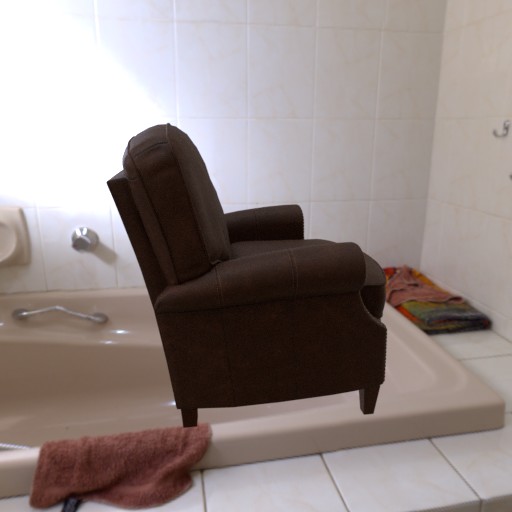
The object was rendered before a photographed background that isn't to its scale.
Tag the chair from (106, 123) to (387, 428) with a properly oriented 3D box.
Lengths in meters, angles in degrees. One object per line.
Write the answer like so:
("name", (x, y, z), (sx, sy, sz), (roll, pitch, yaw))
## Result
("chair", (0.000, 0.000, 1.772), (0.986, 1.018, 0.936), (-2, 16, -8))
